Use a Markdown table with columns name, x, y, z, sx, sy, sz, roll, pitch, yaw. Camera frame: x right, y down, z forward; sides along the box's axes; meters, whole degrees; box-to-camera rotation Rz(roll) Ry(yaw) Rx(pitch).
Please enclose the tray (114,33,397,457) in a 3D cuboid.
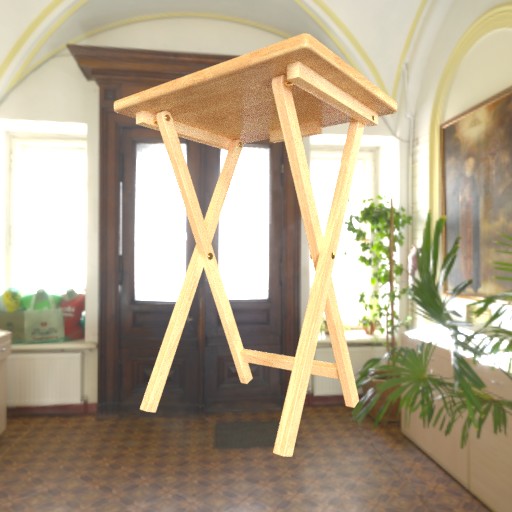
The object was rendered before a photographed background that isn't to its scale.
| name | x | y | z | sx | sy | sz | roll | pitch | yaw |
| --- | --- | --- | --- | --- | --- | --- | --- | --- | --- |
| tray | 0.000 | 0.000 | 0.949 | 0.483 | 0.660 | 0.381 | 0 | 0 | 37 |
